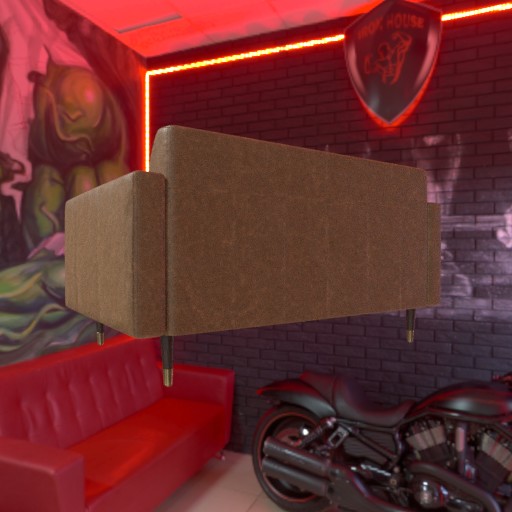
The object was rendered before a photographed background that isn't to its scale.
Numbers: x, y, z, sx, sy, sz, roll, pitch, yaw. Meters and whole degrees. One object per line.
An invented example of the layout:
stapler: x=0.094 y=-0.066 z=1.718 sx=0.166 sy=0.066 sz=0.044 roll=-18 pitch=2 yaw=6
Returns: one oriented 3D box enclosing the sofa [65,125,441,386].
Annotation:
sofa: x=0.000 y=0.000 z=2.092 sx=1.549 sy=0.820 sz=0.960 roll=0 pitch=0 yaw=-35
